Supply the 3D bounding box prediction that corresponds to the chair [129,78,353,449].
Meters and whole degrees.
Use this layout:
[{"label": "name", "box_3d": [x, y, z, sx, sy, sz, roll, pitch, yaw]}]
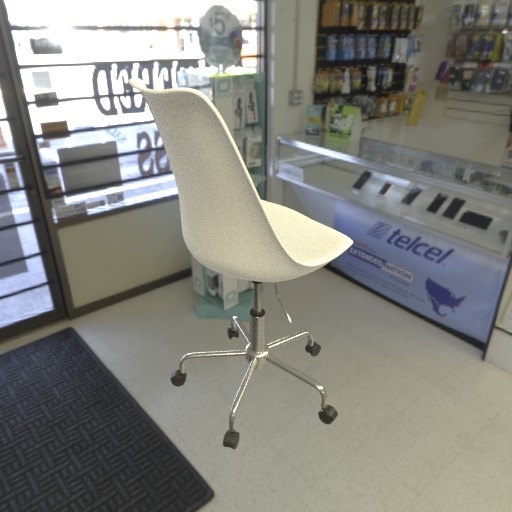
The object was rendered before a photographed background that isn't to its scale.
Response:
[{"label": "chair", "box_3d": [0.000, 0.000, 1.232, 0.550, 0.930, 0.550, -18, 32, -32]}]
